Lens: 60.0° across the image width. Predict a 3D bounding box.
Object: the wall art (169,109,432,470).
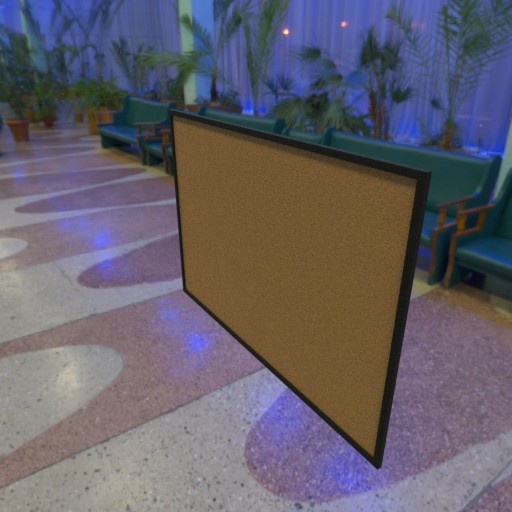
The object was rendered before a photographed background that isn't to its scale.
[{"bbox_3d":[0.000,0.000,1.197,0.013,0.665,0.963,-16,30,-31],"label":"wall art"}]
